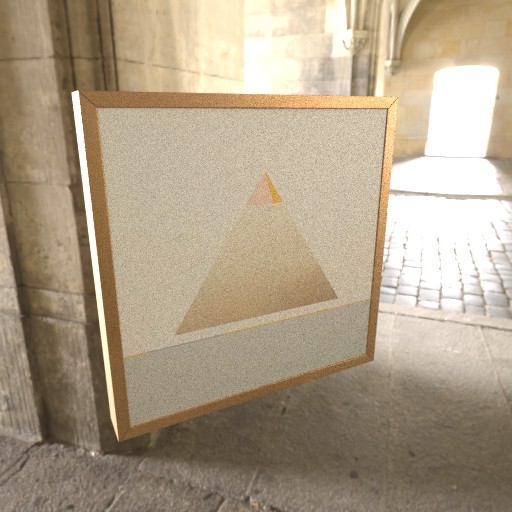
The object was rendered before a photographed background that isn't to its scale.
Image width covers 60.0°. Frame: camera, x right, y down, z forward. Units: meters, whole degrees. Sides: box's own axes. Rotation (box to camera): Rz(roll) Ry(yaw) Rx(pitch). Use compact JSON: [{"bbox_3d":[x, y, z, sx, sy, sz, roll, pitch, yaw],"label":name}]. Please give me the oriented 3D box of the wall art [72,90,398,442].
[{"bbox_3d":[0.000,0.000,0.444,0.305,0.303,0.038,-9,20,-26],"label":"wall art"}]
